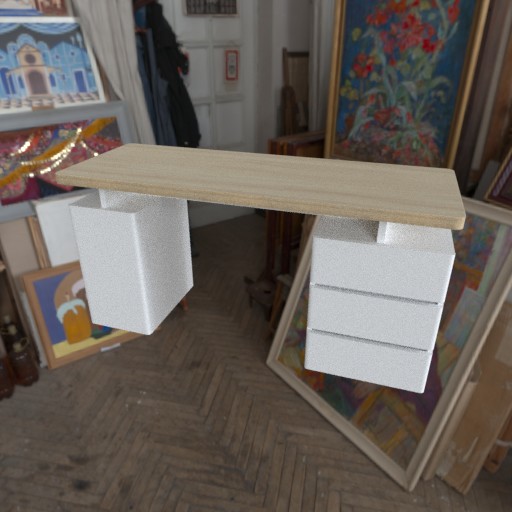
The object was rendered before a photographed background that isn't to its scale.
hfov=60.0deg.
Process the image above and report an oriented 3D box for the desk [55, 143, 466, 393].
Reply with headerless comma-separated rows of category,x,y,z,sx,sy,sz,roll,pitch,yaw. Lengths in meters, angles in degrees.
desk,0.000,0.000,1.932,1.500,0.755,0.550,8,28,16
